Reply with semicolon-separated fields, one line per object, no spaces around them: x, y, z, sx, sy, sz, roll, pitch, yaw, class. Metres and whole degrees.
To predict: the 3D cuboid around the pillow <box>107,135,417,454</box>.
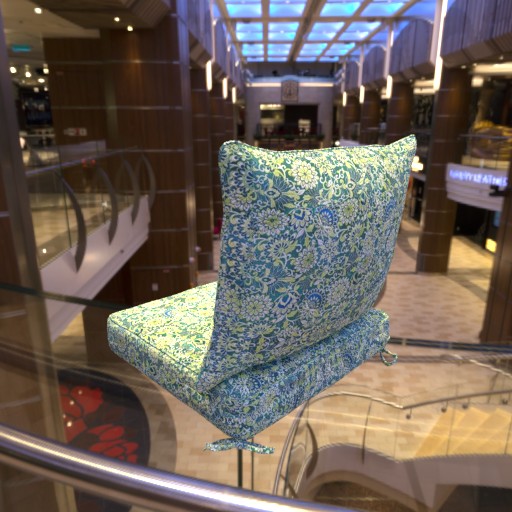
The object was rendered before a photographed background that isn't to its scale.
0.000;0.000;1.357;0.798;0.722;0.740;-16;23;-42;pillow
